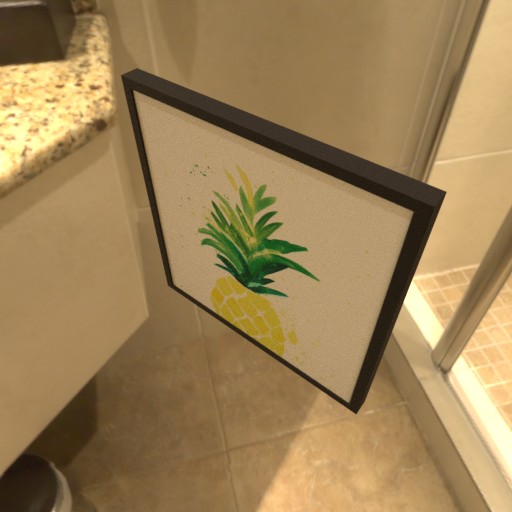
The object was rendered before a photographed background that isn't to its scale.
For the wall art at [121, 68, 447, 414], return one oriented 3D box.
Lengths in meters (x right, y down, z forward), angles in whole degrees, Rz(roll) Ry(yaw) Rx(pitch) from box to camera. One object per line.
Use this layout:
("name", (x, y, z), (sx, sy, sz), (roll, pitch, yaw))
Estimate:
("wall art", (0.000, 0.000, 0.769), (0.508, 0.507, 0.033), (30, 53, 25))
